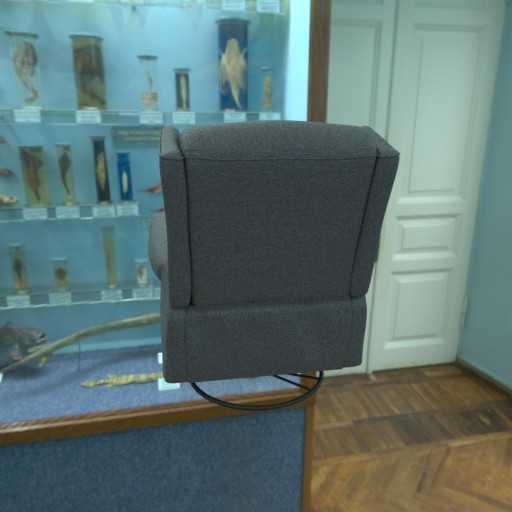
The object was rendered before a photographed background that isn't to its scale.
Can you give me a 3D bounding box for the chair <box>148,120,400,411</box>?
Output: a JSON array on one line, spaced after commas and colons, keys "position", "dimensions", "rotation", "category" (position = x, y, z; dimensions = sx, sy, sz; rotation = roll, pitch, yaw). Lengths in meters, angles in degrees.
[{"position": [0.000, 0.000, 1.750], "dimensions": [0.847, 1.011, 0.969], "rotation": [-3, 16, -9], "category": "chair"}]
